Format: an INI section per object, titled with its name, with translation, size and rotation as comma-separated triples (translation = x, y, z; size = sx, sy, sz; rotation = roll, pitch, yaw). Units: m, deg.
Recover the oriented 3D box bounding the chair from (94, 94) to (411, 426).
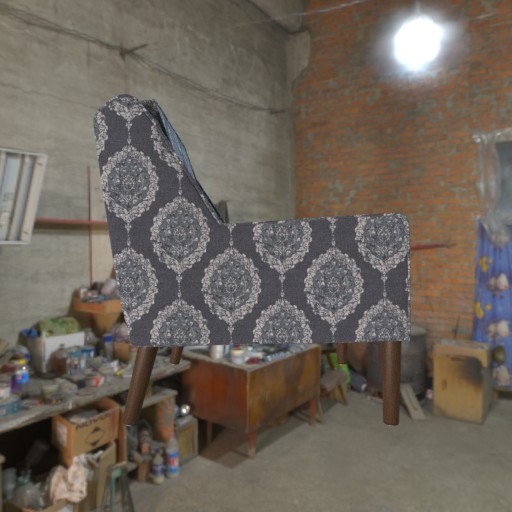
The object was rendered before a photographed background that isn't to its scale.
[chair]
translation = 0.000, 0.000, 1.320
size = 0.743, 0.792, 0.663
rotation = 0, 0, 0
